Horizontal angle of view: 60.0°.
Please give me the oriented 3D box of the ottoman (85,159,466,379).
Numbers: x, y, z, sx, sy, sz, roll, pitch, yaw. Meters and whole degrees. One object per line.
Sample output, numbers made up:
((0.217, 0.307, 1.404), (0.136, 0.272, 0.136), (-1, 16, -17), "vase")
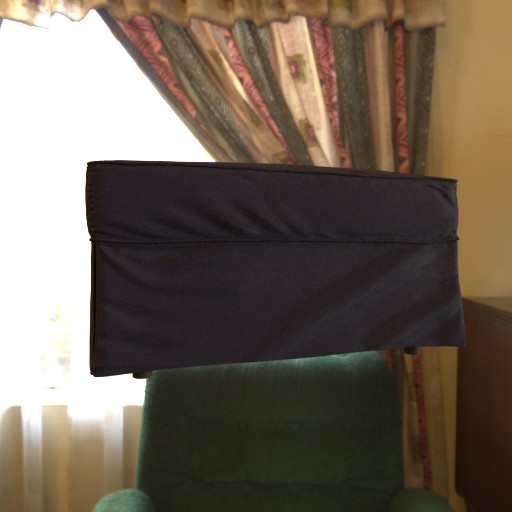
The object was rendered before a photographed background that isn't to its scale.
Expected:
((0.000, 0.000, 1.292), (0.938, 0.503, 0.637), (-1, 2, -17), "ottoman")
